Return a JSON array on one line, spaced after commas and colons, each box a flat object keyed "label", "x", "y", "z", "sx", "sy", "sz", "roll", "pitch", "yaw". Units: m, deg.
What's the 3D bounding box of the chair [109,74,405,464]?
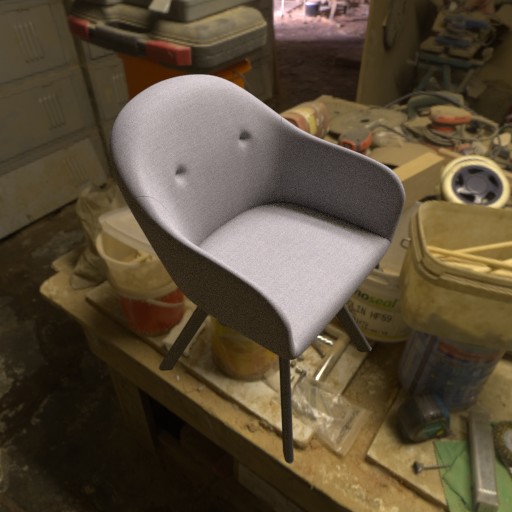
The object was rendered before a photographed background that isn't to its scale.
[{"label": "chair", "x": 0.000, "y": 0.000, "z": 1.137, "sx": 0.570, "sy": 0.780, "sz": 0.540, "roll": 26, "pitch": 47, "yaw": 28}]
